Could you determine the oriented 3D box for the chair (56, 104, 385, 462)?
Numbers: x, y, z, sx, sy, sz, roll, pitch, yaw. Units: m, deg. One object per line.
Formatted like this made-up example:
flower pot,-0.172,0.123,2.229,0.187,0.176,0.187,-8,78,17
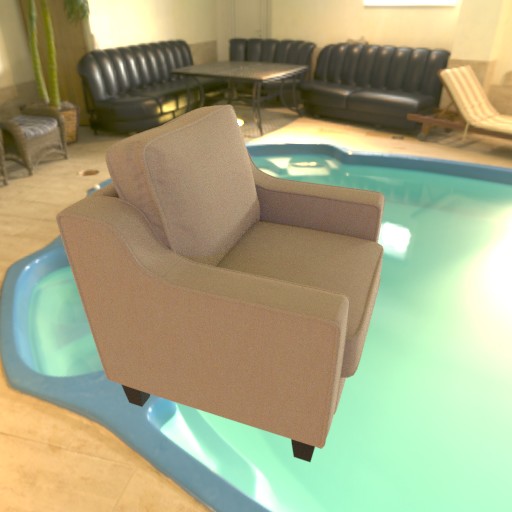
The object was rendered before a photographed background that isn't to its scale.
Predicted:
chair,0.000,0.000,1.637,0.882,0.948,0.922,11,32,18
